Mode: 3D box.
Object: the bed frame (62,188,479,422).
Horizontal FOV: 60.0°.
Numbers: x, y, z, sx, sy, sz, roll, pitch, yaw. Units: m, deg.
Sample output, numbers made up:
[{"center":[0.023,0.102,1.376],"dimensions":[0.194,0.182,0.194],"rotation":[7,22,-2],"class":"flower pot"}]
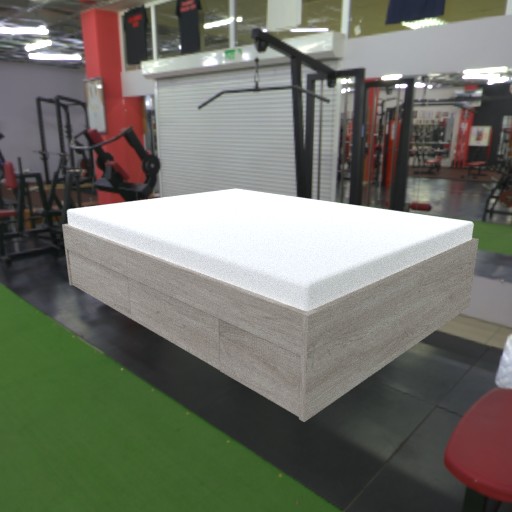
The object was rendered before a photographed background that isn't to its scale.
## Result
[{"center":[0.000,0.000,2.602],"dimensions":[1.448,0.490,1.944],"rotation":[-15,22,-42],"class":"bed frame"}]
